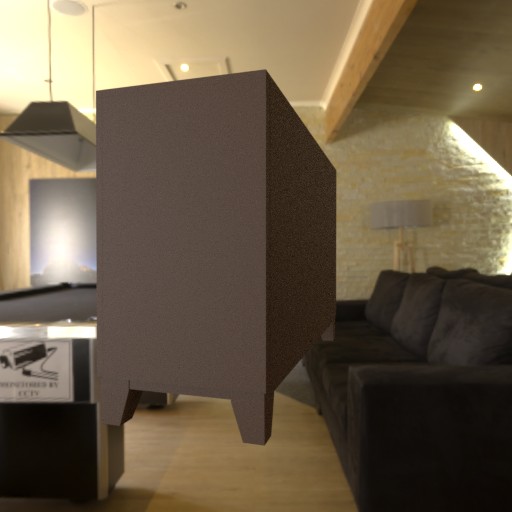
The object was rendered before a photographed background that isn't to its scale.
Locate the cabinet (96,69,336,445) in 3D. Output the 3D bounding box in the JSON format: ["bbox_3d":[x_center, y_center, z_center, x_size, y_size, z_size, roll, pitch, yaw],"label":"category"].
[{"bbox_3d":[0.000,0.000,1.807,0.482,0.914,1.396,0,1,17],"label":"cabinet"}]
